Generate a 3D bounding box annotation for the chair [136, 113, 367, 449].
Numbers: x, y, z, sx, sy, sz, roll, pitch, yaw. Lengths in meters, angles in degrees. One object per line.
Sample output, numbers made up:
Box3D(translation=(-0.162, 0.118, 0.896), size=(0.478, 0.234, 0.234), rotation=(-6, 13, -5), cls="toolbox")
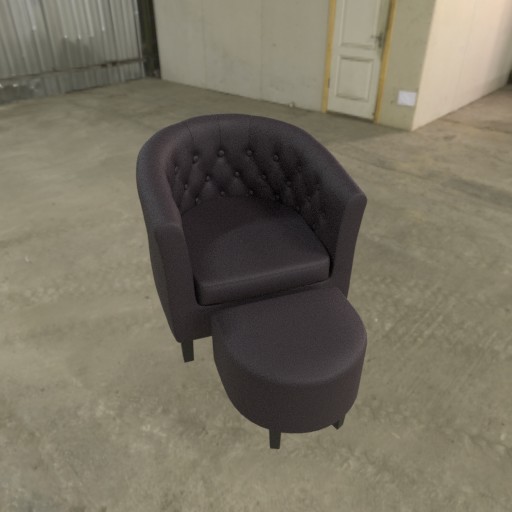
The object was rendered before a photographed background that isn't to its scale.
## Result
Box3D(translation=(0.000, 0.000, 1.659), size=(0.763, 0.760, 1.191), rotation=(-11, 35, -15), cls="chair")
